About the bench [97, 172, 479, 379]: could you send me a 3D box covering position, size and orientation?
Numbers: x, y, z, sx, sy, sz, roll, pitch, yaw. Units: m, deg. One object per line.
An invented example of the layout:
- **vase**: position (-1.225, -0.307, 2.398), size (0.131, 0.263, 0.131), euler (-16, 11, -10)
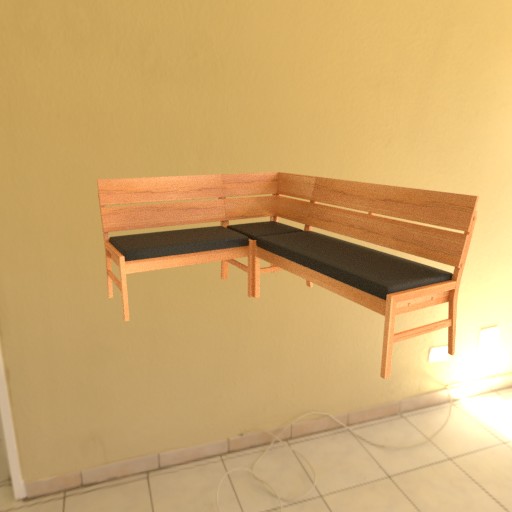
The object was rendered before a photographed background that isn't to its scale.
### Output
- **bench**: position (0.000, 0.000, 2.848), size (1.548, 0.890, 1.948), euler (-8, 17, -28)
